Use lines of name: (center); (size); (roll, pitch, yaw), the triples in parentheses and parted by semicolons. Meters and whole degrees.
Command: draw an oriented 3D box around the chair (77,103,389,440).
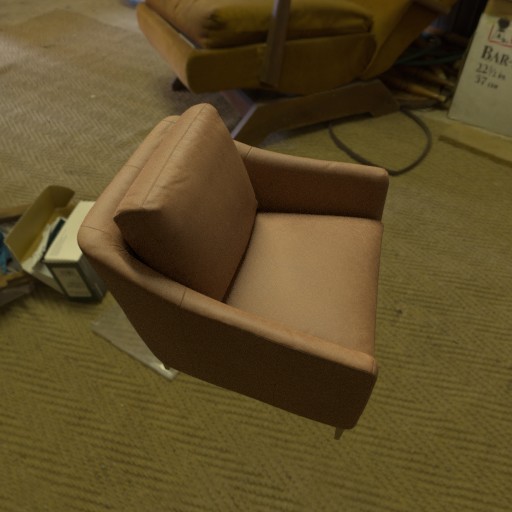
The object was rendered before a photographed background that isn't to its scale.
chair: (0.000, 0.000, 1.709); (0.963, 0.895, 0.988); (10, 47, 9)
